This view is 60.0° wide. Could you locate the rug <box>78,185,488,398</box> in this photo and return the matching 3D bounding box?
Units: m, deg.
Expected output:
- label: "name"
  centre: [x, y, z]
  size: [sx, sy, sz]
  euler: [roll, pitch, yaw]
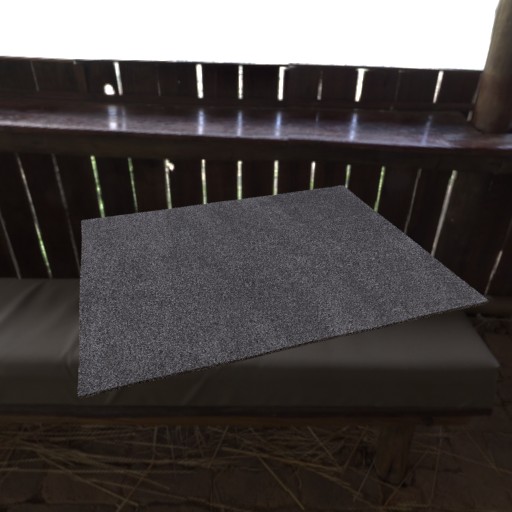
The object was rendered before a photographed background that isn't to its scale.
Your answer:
- label: "rug"
  centre: [0.000, 0.000, 3.989]
  size: [3.000, 0.025, 2.401]
  euler: [-10, 33, -15]
